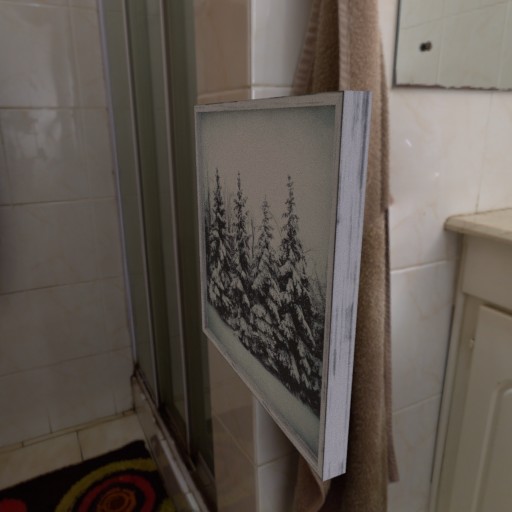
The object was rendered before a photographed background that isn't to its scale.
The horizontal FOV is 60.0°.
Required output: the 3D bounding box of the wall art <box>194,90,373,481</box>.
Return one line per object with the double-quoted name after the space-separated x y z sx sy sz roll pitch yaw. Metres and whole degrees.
0.000 0.000 0.762 0.038 0.506 0.506 -8 19 -24 "wall art"
